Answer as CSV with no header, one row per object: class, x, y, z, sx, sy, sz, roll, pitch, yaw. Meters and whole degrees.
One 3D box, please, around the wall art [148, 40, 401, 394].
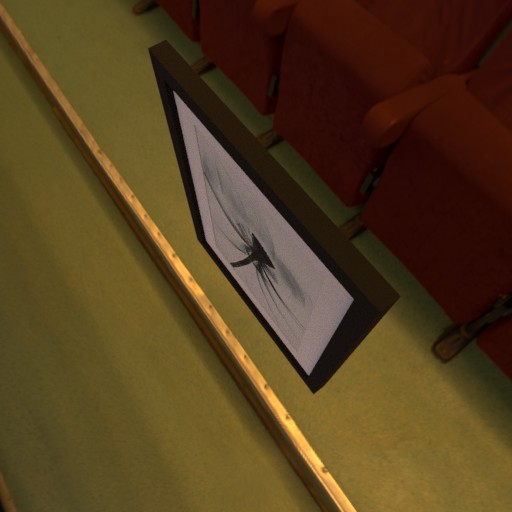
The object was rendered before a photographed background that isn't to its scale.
wall art,0.000,0.000,0.773,0.029,0.559,0.457,-33,69,-15
